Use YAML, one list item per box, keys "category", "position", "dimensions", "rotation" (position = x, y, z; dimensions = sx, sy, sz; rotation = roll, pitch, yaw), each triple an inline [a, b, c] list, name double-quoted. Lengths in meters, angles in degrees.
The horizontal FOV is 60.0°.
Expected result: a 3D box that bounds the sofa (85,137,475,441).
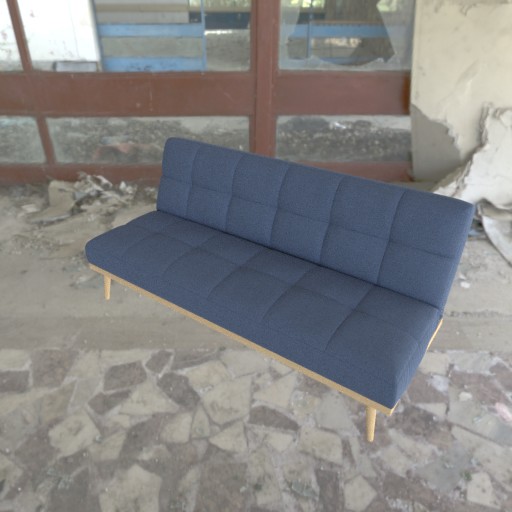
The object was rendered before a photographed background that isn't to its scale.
- category: "sofa"
  position: [0.000, 0.000, 2.248]
  dimensions: [1.800, 0.800, 0.796]
  rotation: [20, 36, 30]
